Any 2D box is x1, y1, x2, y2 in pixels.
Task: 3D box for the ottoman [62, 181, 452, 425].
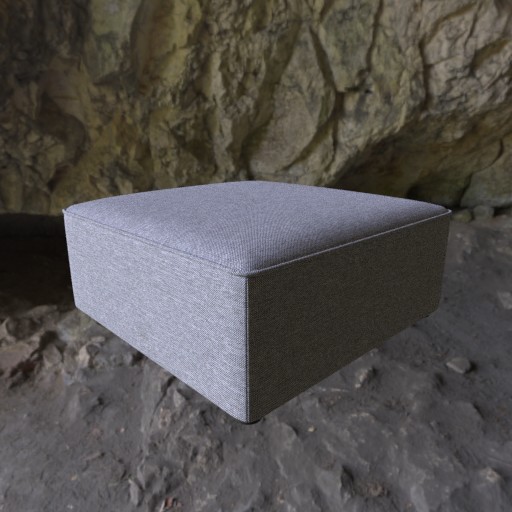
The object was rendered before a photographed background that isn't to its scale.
[{"bbox_3d":[0.000,0.000,1.622,1.005,0.455,1.005,-15,23,-41],"label":"ottoman"}]
